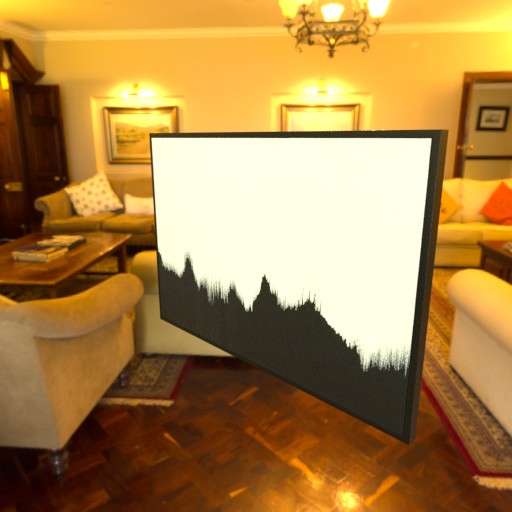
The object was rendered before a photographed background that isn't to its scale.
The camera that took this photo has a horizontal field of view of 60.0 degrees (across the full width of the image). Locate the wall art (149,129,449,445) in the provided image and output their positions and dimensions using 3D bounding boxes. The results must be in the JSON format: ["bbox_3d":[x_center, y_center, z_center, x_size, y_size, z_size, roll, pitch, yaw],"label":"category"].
[{"bbox_3d":[0.000,0.000,0.826,0.022,0.446,0.659,-14,21,-43],"label":"wall art"}]
